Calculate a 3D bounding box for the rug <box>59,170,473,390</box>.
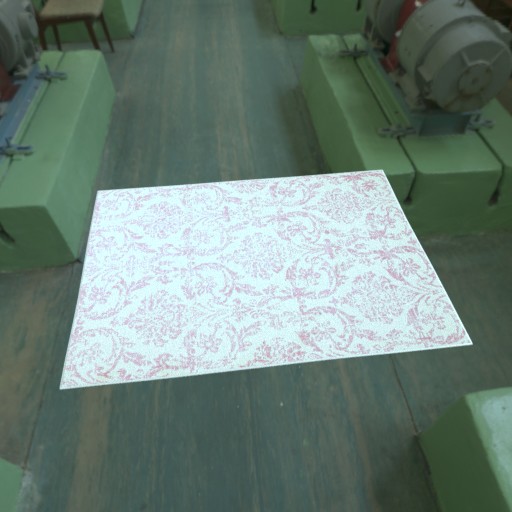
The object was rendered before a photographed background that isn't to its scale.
[{"bbox_3d":[0.000,0.000,2.873,2.202,0.014,1.598,-5,48,-5],"label":"rug"}]
